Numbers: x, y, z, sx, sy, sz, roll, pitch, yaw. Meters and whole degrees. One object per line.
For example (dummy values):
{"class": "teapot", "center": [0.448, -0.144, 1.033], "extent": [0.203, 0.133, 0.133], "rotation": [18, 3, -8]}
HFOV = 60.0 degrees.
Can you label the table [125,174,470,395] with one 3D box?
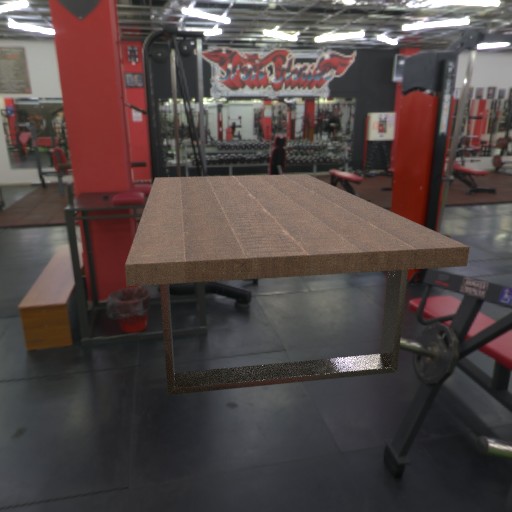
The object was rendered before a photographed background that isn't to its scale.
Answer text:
{"class": "table", "center": [0.000, 0.000, 1.720], "extent": [0.800, 0.440, 1.400], "rotation": [-3, 18, -9]}
